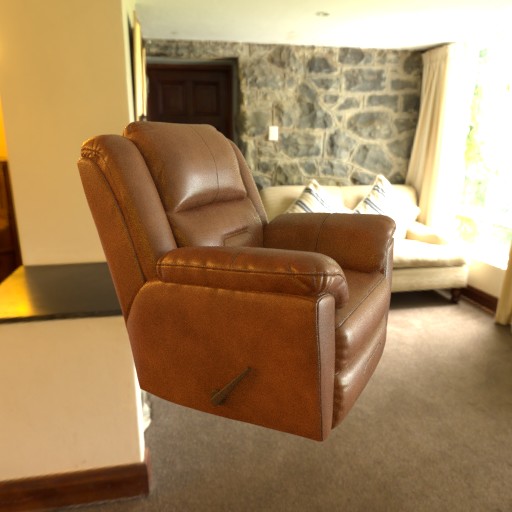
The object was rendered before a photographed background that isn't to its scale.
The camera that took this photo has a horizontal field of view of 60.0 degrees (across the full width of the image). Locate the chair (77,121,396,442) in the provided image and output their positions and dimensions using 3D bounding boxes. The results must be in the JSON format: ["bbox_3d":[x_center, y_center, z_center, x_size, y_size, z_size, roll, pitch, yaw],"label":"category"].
[{"bbox_3d":[0.000,0.000,1.872,1.041,1.093,0.990,8,17,28],"label":"chair"}]
